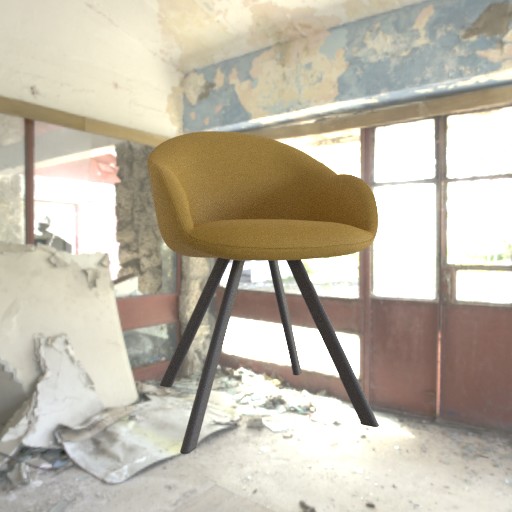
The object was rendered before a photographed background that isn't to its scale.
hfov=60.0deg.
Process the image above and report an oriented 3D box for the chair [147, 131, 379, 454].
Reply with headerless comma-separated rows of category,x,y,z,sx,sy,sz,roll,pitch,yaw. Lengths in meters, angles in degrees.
chair,0.000,0.000,1.184,0.551,0.793,0.583,0,1,-17
